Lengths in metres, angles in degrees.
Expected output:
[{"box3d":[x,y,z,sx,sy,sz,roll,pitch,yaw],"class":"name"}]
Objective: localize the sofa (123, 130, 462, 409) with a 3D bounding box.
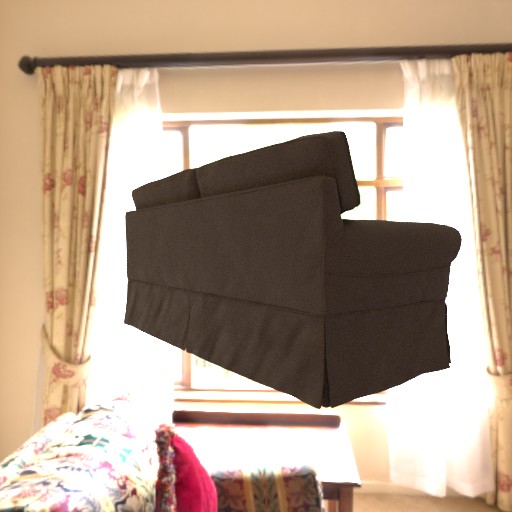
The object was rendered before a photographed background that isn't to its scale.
[{"box3d":[0.000,0.000,2.790,0.983,1.094,2.256,-1,2,-35],"class":"sofa"}]
